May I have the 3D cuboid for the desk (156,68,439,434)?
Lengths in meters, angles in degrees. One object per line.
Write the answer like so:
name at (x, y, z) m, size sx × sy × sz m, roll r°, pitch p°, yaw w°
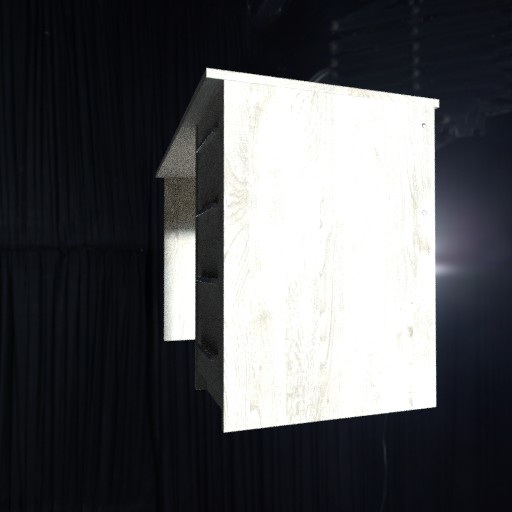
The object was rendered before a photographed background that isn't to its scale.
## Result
desk at (0.000, 0.000, 1.481) m, size 0.560 × 0.730 × 1.096 m, roll 0°, pitch -1°, yaw -18°
